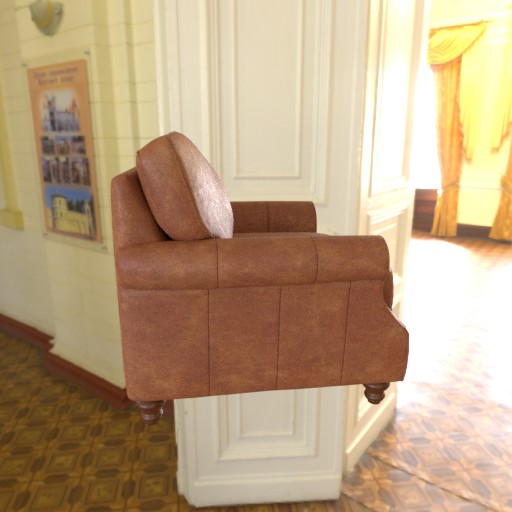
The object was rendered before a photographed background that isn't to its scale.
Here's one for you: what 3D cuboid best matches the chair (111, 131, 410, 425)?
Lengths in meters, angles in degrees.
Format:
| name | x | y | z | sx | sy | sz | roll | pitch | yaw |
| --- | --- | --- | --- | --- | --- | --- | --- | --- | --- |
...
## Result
| name | x | y | z | sx | sy | sz | roll | pitch | yaw |
| --- | --- | --- | --- | --- | --- | --- | --- | --- | --- |
| chair | 0.000 | 0.000 | 1.787 | 0.986 | 0.962 | 0.983 | -2 | 15 | -8 |
